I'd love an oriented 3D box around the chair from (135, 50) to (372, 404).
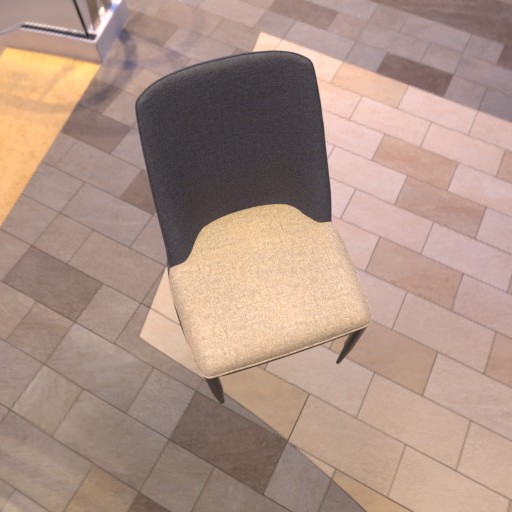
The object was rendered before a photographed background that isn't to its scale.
[{"bbox_3d":[0.000,0.000,1.180,0.480,0.839,0.551,-17,65,-8],"label":"chair"}]
